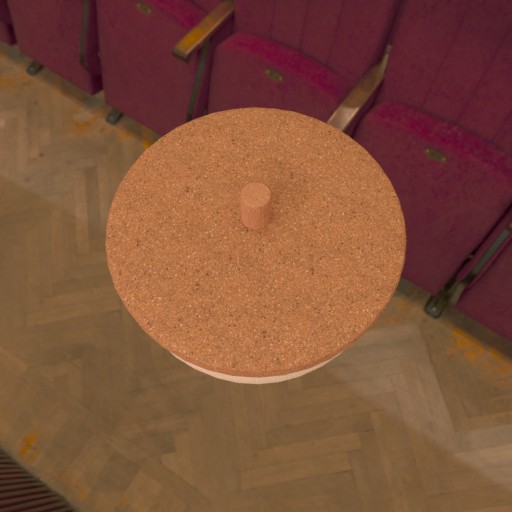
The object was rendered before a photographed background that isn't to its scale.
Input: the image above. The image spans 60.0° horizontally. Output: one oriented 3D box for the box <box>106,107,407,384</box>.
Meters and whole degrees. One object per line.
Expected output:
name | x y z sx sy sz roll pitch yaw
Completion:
box | 0.000 0.000 0.185 0.107 0.094 0.107 0 65 0
